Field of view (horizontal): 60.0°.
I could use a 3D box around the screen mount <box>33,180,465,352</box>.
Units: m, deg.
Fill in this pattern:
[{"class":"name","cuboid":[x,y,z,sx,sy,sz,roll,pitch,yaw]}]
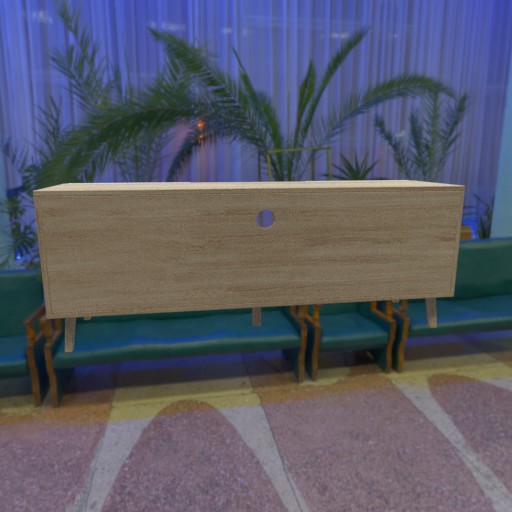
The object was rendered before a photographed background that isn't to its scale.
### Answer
[{"class":"screen mount","cuboid":[0.000,0.000,1.785,1.500,0.570,0.420,-2,13,-9]}]
